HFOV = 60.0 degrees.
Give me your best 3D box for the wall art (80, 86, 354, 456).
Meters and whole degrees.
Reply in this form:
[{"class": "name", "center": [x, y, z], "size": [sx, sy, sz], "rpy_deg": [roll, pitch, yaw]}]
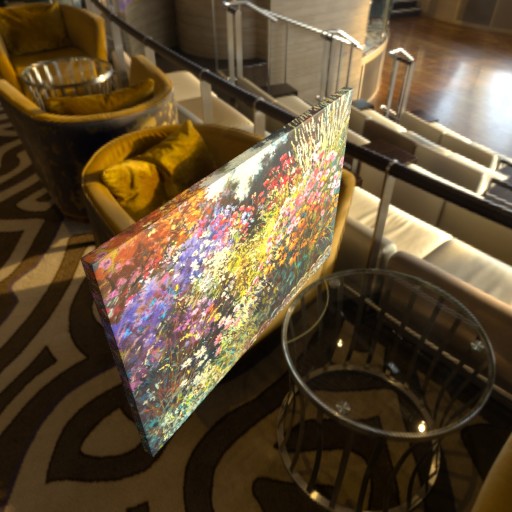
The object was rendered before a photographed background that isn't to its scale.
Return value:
[{"class": "wall art", "center": [0.000, 0.000, 1.441], "size": [0.042, 0.760, 1.136], "rpy_deg": [24, 46, 26]}]
